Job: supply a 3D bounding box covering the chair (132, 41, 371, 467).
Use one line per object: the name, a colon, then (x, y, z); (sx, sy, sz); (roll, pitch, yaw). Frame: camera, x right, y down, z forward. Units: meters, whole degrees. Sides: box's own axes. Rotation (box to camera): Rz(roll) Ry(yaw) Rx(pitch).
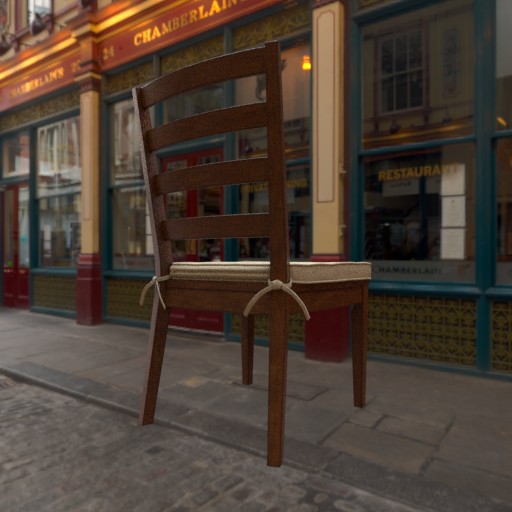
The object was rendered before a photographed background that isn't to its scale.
chair: (0.000, 0.000, 1.366); (0.593, 0.979, 0.595); (0, -1, 35)
